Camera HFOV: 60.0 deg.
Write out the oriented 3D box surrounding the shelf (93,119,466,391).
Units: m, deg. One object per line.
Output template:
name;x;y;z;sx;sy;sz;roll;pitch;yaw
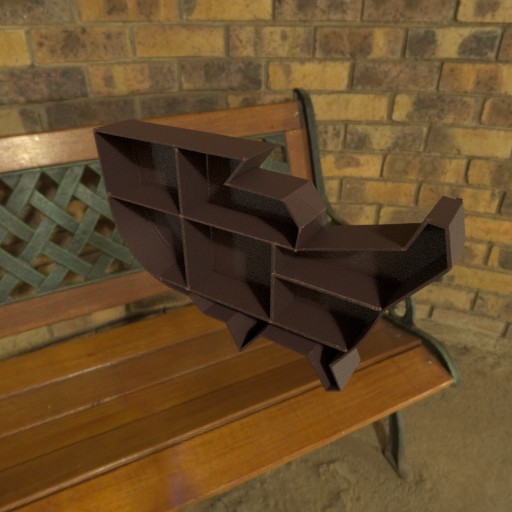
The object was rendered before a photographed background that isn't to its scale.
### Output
shelf;0.000;0.000;0.897;0.729;0.439;0.112;18;34;28
